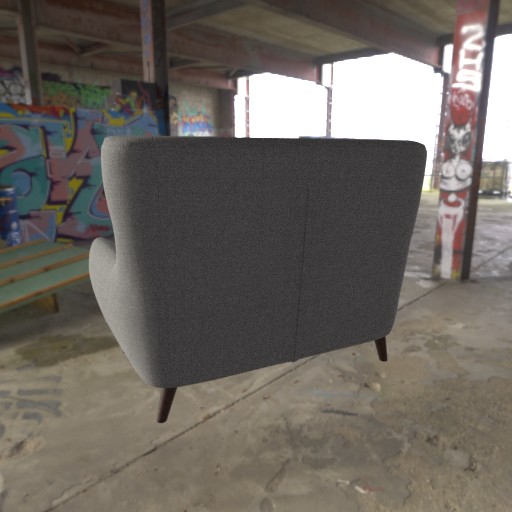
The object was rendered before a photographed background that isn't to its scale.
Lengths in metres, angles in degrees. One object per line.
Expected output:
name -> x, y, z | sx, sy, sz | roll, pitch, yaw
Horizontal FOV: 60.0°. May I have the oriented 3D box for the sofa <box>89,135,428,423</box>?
sofa -> 0.000, 0.000, 2.024 | 1.386, 1.028, 0.884 | -7, 15, -26
